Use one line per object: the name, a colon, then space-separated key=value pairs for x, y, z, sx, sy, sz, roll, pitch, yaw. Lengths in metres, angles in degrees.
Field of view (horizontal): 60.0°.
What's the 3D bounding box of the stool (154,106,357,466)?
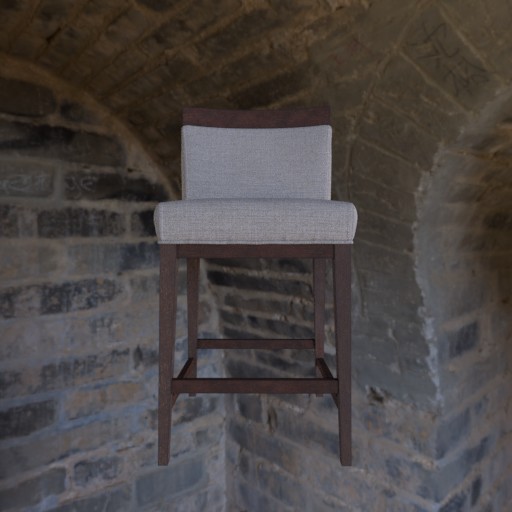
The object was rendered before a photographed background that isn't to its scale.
stool: x=0.000 y=0.000 z=1.324 sx=0.512 sy=1.009 sz=0.531 roll=0 pitch=2 yaw=0
